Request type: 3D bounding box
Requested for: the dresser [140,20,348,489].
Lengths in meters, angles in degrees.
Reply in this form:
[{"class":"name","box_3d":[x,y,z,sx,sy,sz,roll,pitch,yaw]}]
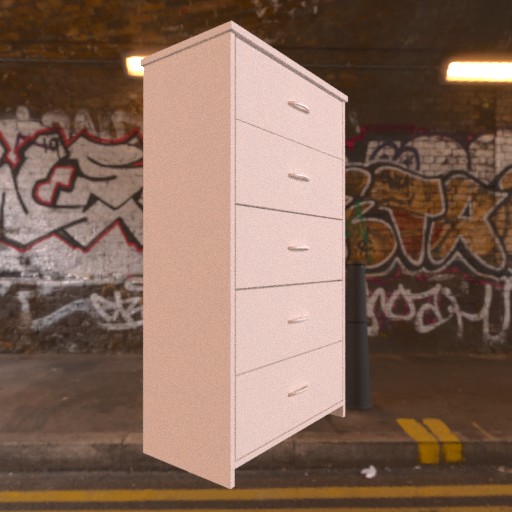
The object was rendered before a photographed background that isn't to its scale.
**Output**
[{"class":"dresser","box_3d":[0.000,0.000,1.573,0.399,1.255,0.704,0,0,37]}]
